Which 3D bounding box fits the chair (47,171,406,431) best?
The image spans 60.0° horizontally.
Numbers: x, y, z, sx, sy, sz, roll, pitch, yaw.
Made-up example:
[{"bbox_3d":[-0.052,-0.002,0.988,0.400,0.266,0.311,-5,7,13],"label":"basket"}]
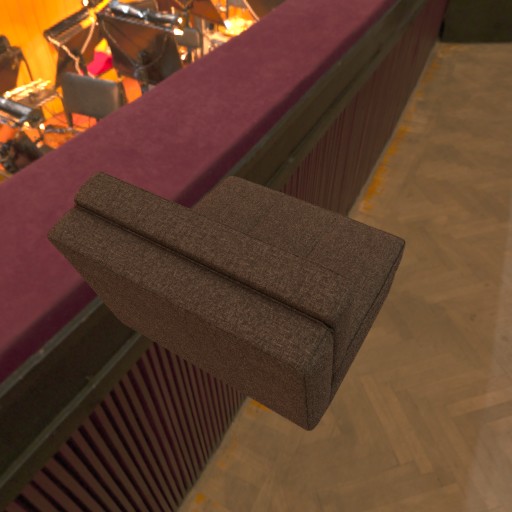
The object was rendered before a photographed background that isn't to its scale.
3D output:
[{"bbox_3d":[0.000,0.000,1.339,0.740,0.615,0.800,24,51,21],"label":"chair"}]
